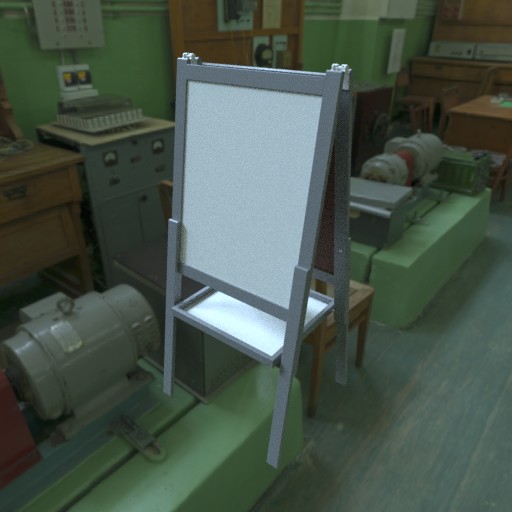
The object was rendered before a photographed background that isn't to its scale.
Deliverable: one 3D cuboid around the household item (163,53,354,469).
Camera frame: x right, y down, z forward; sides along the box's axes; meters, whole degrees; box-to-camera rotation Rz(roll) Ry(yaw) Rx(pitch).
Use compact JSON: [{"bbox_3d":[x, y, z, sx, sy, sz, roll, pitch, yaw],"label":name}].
[{"bbox_3d":[0.000,0.000,1.432,0.531,1.172,0.469,21,35,33],"label":"household item"}]
